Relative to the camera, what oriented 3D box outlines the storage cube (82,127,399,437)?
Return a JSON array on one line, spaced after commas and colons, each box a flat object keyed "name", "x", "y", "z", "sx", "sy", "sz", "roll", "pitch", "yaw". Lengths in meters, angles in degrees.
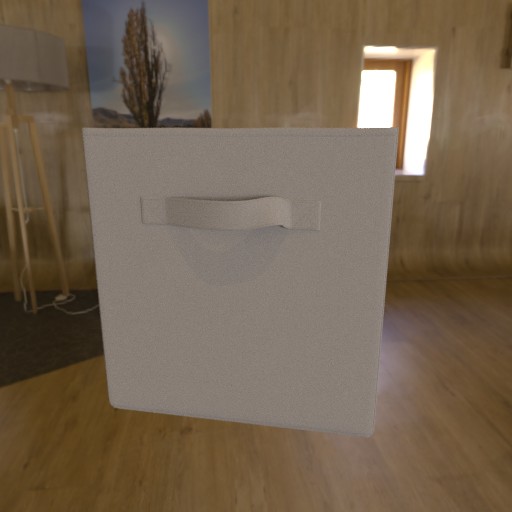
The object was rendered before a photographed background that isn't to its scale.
[{"name": "storage cube", "x": 0.000, "y": 0.000, "z": 0.508, "sx": 0.270, "sy": 0.280, "sz": 0.270, "roll": 3, "pitch": 16, "yaw": 10}]
